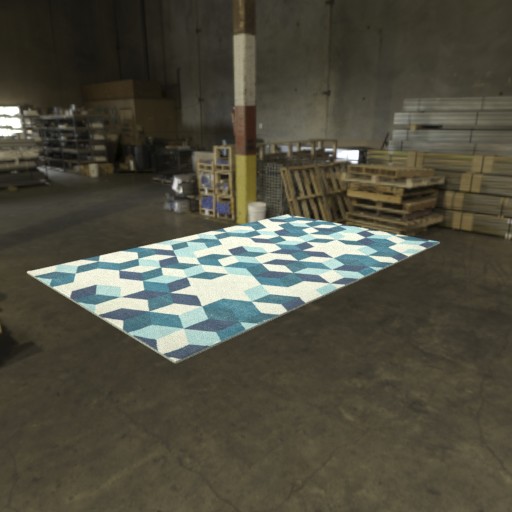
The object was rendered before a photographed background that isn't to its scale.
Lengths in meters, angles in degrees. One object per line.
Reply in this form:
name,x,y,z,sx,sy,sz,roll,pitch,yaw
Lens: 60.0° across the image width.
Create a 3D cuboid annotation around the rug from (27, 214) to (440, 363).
rug,0.000,0.000,3.024,1.518,0.015,2.438,16,23,42
